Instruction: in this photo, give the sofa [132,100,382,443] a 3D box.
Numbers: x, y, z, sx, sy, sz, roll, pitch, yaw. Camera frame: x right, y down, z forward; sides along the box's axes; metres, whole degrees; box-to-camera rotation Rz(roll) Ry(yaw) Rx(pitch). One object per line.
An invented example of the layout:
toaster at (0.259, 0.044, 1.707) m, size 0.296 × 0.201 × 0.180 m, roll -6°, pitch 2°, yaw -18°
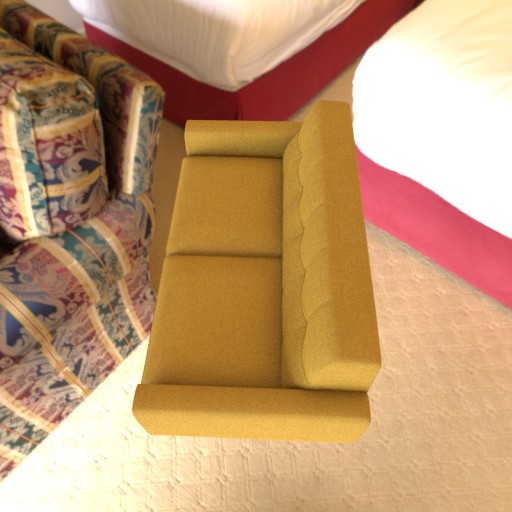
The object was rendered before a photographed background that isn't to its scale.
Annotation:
sofa at (0.000, 0.000, 2.177) m, size 0.909 × 0.841 × 1.631 m, roll 2°, pitch 56°, yaw 1°
